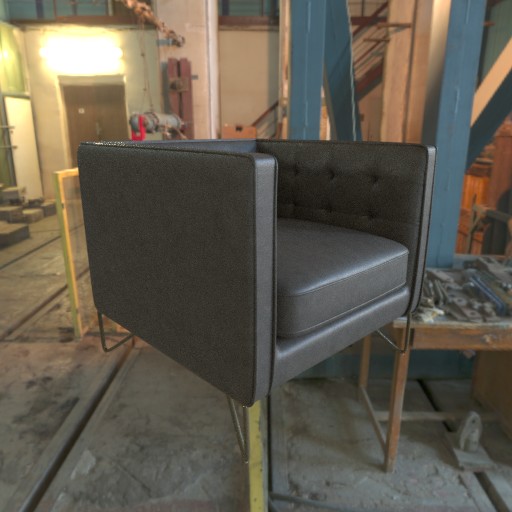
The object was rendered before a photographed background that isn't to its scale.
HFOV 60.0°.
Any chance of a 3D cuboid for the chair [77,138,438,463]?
[{"bbox_3d":[0.000,0.000,1.583,0.880,0.790,0.894,-15,22,-42],"label":"chair"}]
